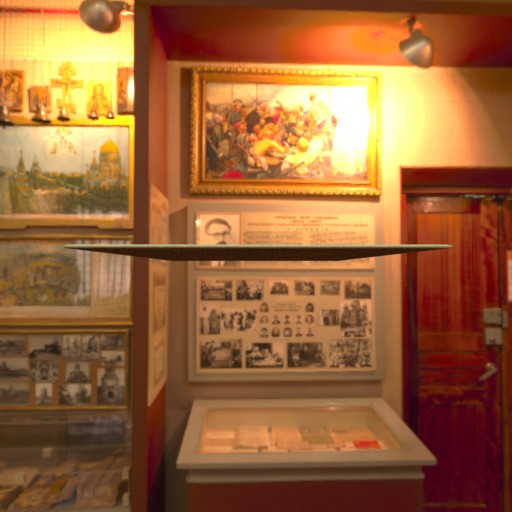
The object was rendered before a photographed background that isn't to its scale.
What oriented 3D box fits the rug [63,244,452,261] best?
[{"bbox_3d":[0.000,0.000,3.436,1.819,0.018,2.746,0,-2,0],"label":"rug"}]
